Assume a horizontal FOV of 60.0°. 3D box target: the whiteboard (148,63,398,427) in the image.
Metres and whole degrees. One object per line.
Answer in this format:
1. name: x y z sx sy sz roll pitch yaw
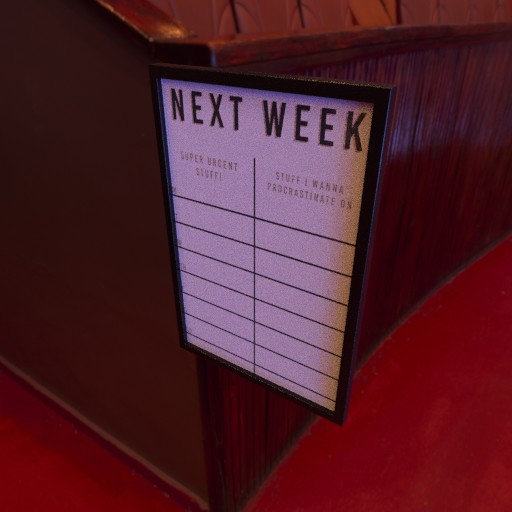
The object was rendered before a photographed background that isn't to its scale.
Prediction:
1. whiteboard: 0.000 0.000 0.792 0.406 0.611 0.026 18 35 28
